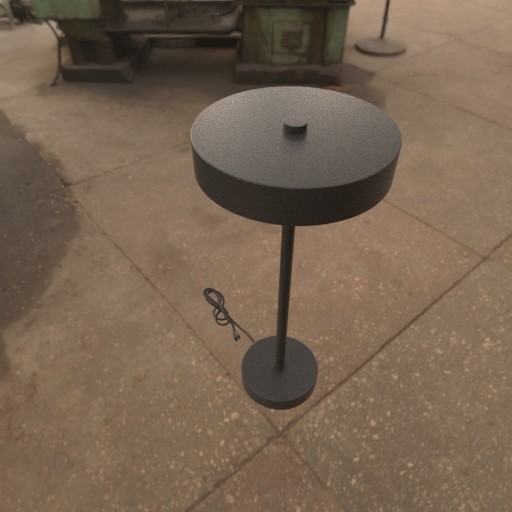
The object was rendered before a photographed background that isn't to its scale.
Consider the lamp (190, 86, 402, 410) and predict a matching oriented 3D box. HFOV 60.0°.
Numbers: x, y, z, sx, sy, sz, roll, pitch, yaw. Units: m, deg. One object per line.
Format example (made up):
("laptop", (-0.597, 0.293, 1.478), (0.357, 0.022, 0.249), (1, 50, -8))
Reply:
("lamp", (0.000, 0.000, 0.695), (0.229, 0.508, 0.369), (-28, 50, -26))
